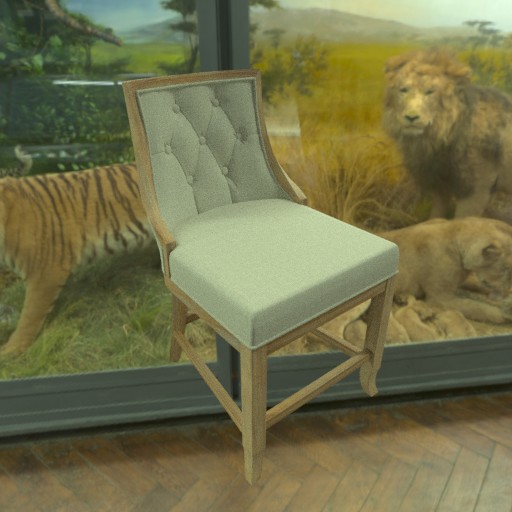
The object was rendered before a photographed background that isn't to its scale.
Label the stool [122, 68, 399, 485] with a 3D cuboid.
[{"bbox_3d":[0.000,0.000,1.293,0.524,0.938,0.626,-21,36,-33],"label":"stool"}]
